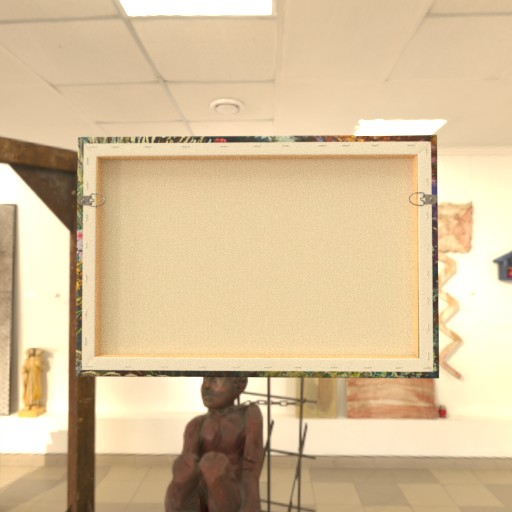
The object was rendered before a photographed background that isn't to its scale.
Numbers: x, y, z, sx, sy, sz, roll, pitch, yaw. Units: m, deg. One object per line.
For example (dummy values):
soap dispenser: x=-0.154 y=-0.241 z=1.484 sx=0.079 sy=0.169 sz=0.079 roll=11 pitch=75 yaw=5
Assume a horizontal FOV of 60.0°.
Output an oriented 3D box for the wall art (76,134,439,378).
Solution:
wall art: x=0.000 y=0.000 z=1.409 sx=1.136 sy=0.760 sz=0.042 roll=0 pitch=-1 yaw=1
